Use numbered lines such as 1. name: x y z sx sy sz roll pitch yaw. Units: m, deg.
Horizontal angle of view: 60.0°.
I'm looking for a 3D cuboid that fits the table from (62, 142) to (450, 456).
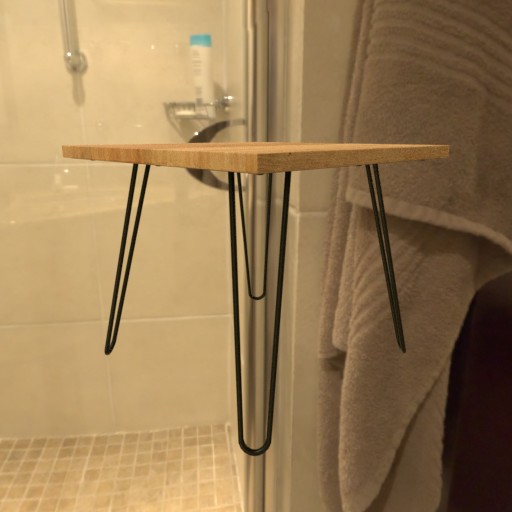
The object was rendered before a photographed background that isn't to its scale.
1. table: 0.000 0.000 1.031 0.599 0.500 0.599 15 21 43
